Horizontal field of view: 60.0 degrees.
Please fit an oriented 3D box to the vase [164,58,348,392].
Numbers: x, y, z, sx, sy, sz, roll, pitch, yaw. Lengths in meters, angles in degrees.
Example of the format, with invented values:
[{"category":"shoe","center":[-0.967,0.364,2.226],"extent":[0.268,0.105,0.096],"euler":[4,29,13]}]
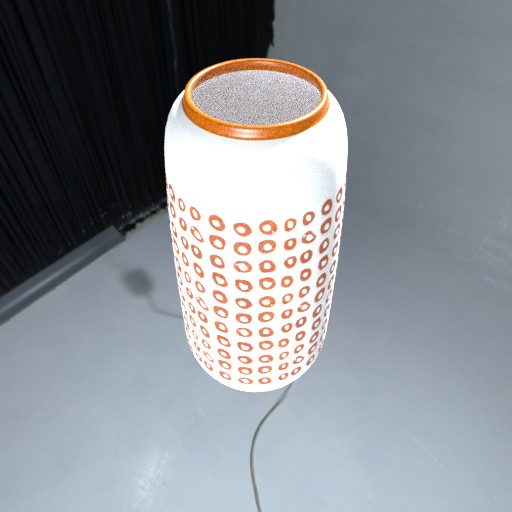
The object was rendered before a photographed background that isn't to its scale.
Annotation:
[{"category":"vase","center":[0.000,0.000,0.356],"extent":[0.133,0.282,0.133],"euler":[0,48,0]}]
